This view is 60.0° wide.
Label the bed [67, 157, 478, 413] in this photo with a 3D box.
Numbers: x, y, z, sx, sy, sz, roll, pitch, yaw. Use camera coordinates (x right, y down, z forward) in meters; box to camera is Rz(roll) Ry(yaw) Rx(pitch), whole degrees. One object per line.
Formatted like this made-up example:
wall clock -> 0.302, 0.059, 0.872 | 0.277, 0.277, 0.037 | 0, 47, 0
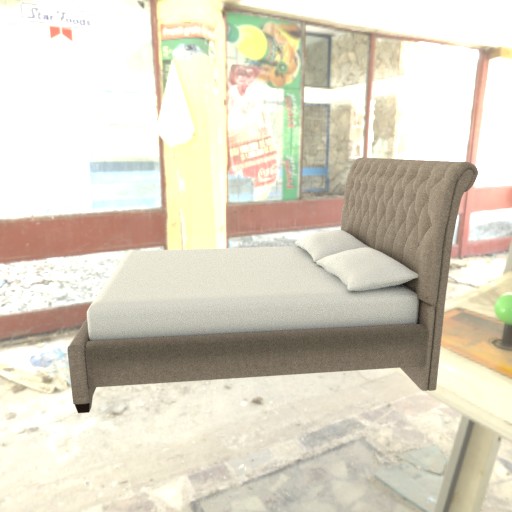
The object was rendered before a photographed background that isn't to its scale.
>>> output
bed -> 0.000, 0.000, 3.220 | 2.252, 1.371, 1.645 | -2, 13, -7
